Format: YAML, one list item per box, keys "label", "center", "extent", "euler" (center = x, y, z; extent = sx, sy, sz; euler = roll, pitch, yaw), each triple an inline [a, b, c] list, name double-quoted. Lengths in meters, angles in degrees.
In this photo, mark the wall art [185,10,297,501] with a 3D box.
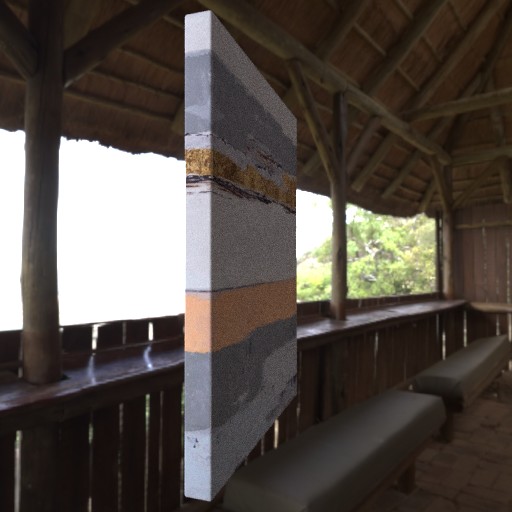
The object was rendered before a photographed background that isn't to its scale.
- label: "wall art"
  center: [0.000, 0.000, 0.769]
  extent: [0.038, 0.609, 0.456]
  euler: [0, 0, 19]
